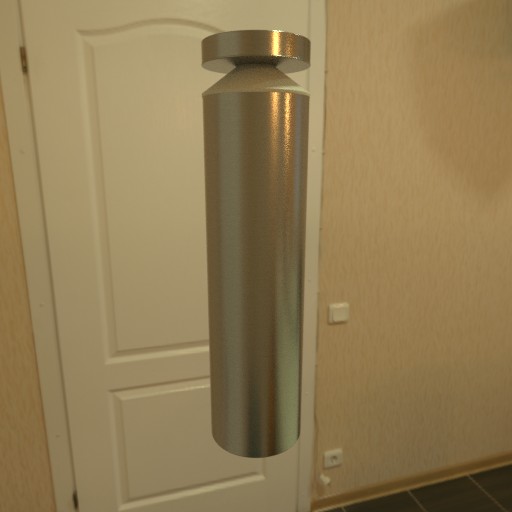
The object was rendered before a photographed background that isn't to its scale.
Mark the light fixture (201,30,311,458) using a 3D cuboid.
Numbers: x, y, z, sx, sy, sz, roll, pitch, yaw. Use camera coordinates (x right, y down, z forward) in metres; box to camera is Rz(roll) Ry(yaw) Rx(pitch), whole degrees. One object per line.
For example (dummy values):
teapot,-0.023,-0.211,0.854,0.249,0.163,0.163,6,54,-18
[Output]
light fixture,0.000,0.000,0.454,0.102,0.400,0.102,13,19,43
